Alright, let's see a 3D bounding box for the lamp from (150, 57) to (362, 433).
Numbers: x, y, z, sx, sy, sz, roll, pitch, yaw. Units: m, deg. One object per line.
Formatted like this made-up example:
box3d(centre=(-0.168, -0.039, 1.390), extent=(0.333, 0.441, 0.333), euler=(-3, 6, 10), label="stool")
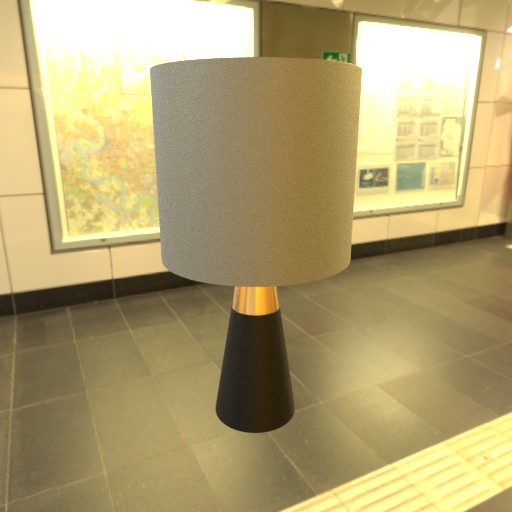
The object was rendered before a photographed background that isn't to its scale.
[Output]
box3d(centre=(0.000, 0.000, 0.738), extent=(0.308, 0.580, 0.308), euler=(15, 22, 42), label="lamp")
